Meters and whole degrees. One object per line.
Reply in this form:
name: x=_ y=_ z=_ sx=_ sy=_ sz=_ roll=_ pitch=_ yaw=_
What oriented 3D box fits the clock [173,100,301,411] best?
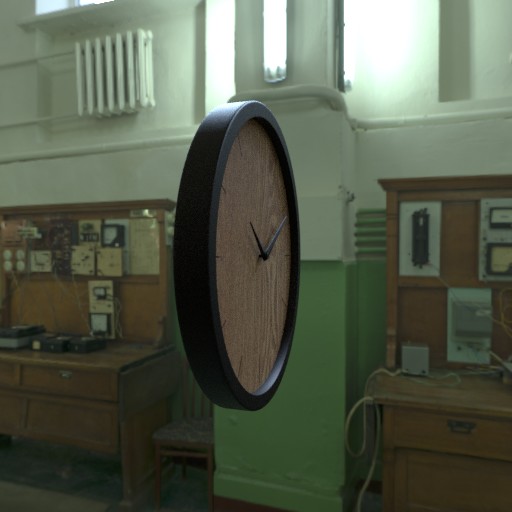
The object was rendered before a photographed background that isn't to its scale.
clock: x=0.000 y=0.000 z=0.475 sx=0.029 sy=0.314 sz=0.314 roll=0 pitch=0 yaw=18
